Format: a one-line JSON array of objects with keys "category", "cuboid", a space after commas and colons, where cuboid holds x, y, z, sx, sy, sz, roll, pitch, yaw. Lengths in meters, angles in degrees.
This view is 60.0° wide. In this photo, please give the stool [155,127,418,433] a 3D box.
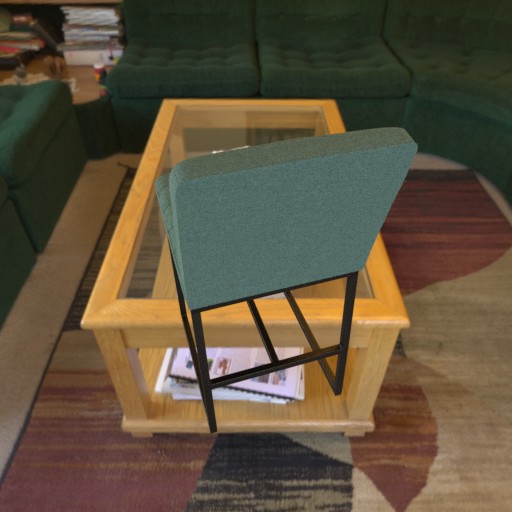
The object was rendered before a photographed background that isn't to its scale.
[{"category": "stool", "cuboid": [0.000, 0.000, 1.250, 0.460, 0.940, 0.560, -12, 43, -13]}]
